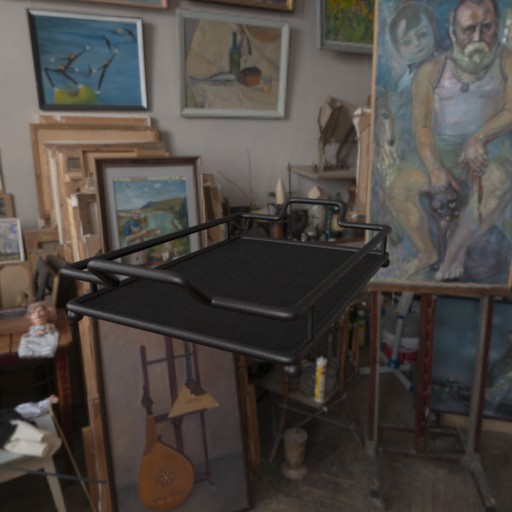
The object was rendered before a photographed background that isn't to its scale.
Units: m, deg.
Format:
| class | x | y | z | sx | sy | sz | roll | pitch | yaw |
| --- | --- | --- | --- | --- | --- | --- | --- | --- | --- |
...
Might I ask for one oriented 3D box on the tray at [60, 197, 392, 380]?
| class | x | y | z | sx | sy | sz | roll | pitch | yaw |
| --- | --- | --- | --- | --- | --- | --- | --- | --- | --- |
| tray | 0.000 | 0.000 | 0.622 | 0.297 | 0.101 | 0.495 | 8 | 17 | 26 |
